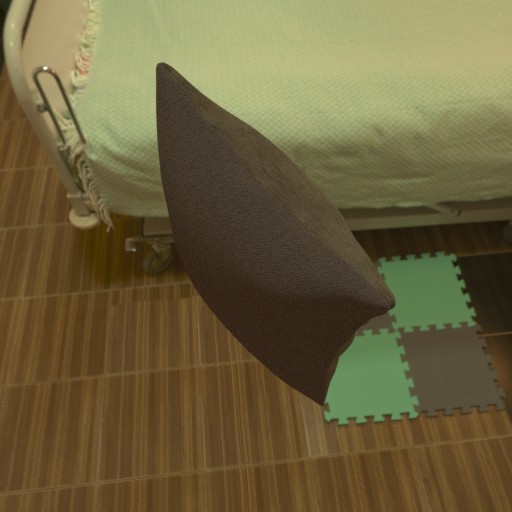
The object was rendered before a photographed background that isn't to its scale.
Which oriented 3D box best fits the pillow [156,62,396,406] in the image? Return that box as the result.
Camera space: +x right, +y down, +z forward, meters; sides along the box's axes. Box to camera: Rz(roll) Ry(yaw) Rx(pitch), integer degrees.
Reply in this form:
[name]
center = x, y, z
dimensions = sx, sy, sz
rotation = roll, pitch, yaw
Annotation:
[pillow]
center = 0.000, 0.000, 0.691
dimensions = 0.204, 0.439, 0.452
rotation = -31, 64, -17
